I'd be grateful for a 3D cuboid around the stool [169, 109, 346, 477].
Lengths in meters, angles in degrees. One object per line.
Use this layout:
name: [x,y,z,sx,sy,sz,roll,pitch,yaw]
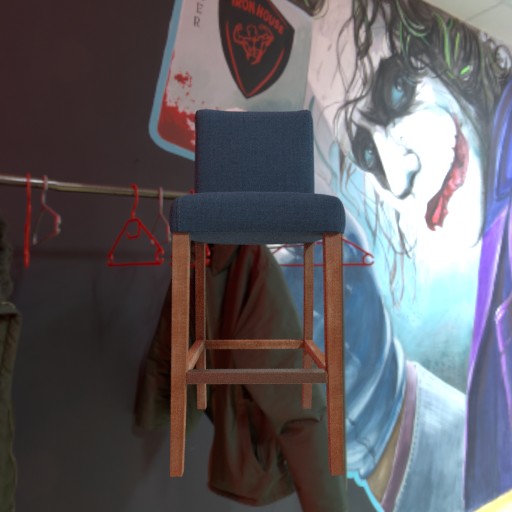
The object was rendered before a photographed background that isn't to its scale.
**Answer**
stool: [0.000,0.000,1.366,0.454,1.088,0.574,0,-2,-1]
